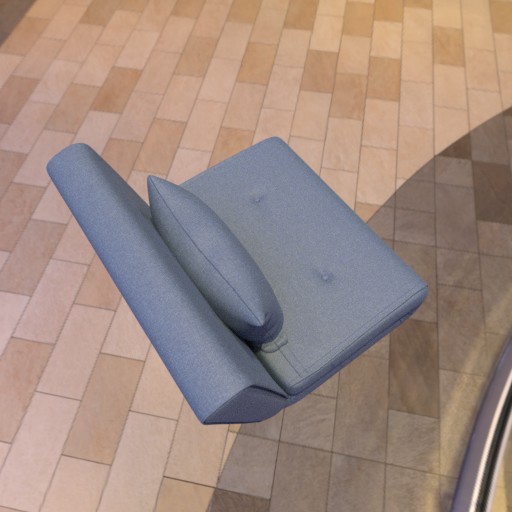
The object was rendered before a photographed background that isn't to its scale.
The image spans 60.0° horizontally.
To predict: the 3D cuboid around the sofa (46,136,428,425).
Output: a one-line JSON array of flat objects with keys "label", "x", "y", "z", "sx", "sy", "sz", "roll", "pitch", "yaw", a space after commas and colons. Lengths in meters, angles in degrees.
[{"label": "sofa", "x": 0.000, "y": 0.000, "z": 1.712, "sx": 0.996, "sy": 0.860, "sz": 0.999, "roll": -31, "pitch": 65, "yaw": -17}]
